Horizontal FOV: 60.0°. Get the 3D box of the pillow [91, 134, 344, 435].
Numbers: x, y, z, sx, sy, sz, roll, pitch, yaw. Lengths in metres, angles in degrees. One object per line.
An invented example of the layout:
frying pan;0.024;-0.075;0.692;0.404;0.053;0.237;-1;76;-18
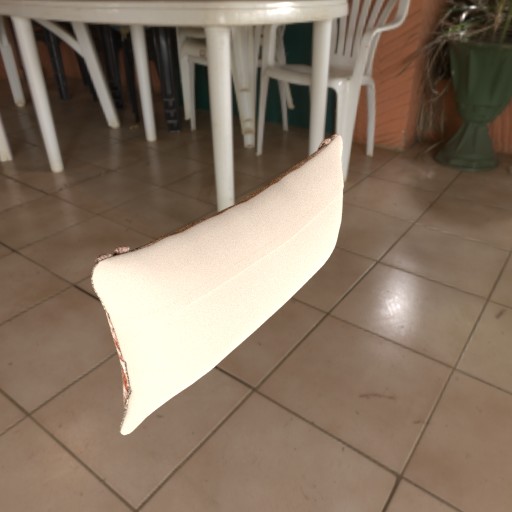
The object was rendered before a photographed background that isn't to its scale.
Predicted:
pillow;0.000;0.000;0.762;0.139;0.282;0.635;20;37;29
